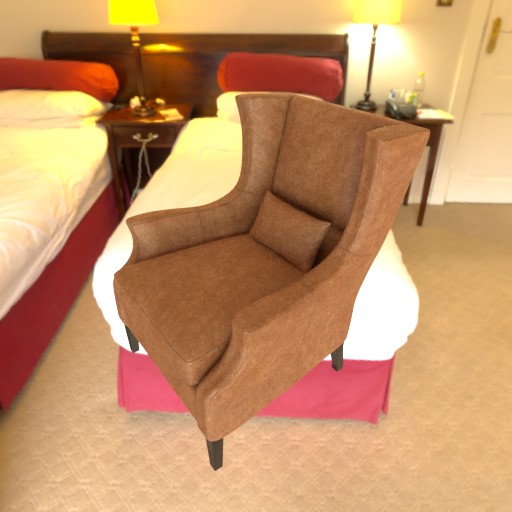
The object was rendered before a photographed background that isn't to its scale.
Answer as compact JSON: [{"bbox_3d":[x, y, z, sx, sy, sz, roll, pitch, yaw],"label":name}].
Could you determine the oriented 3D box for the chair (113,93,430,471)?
[{"bbox_3d":[0.000,0.000,1.674,0.926,1.016,0.853,-21,37,-30],"label":"chair"}]
